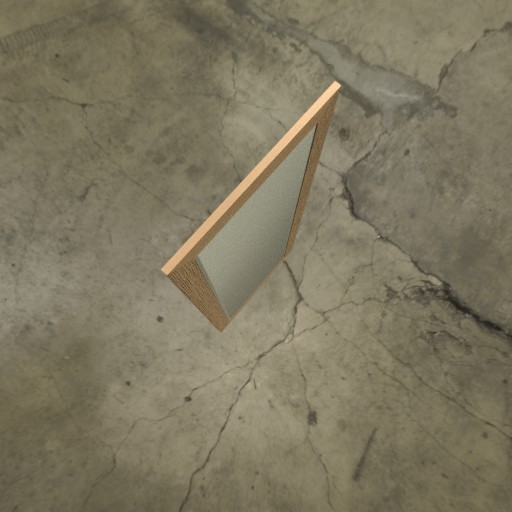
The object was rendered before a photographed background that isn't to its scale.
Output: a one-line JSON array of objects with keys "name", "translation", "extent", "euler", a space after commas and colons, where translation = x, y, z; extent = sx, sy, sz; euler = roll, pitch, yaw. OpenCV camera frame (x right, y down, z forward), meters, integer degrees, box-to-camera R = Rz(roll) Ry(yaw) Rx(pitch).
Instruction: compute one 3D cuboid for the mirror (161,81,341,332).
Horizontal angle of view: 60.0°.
[{"name": "mirror", "translation": [0.000, 0.000, 2.324], "extent": [0.026, 2.031, 0.812], "euler": [39, 79, 9]}]
